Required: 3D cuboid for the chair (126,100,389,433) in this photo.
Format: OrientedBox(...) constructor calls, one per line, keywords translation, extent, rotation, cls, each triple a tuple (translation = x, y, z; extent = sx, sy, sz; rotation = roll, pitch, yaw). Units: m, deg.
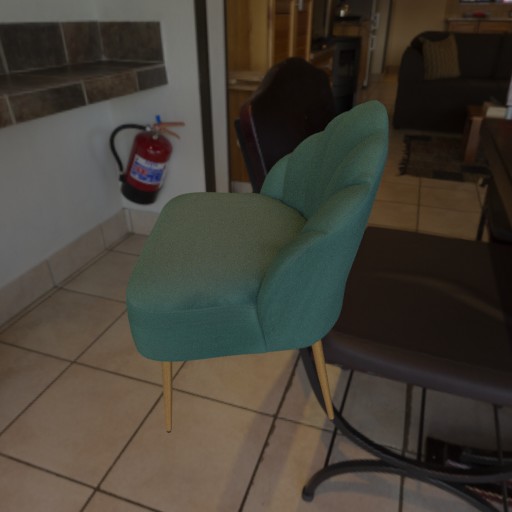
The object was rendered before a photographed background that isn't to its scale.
OrientedBox(translation=(0.000, 0.000, 1.228), extent=(0.599, 0.819, 0.657), rotation=(0, 29, 0), cls="chair")
